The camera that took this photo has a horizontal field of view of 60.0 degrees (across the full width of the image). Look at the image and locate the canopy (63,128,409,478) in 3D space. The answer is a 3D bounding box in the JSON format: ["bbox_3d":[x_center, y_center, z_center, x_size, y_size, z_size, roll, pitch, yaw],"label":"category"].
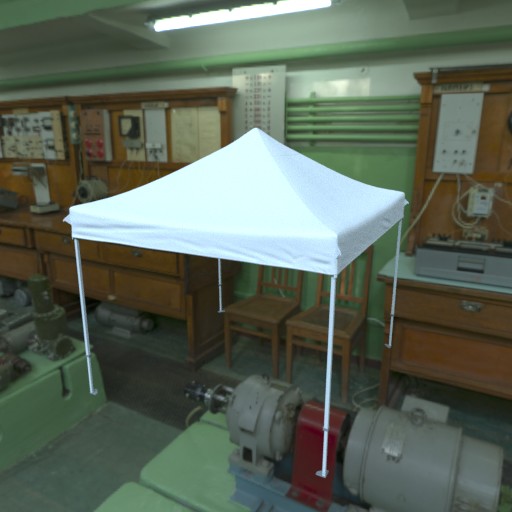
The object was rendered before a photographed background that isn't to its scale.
[{"bbox_3d":[0.000,0.000,5.394,2.994,2.998,2.996,8,17,27],"label":"canopy"}]
